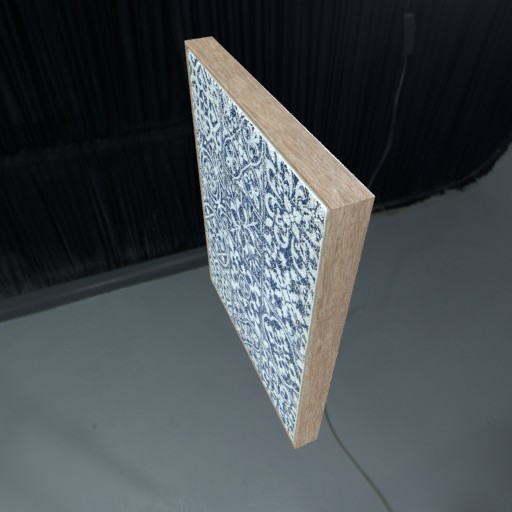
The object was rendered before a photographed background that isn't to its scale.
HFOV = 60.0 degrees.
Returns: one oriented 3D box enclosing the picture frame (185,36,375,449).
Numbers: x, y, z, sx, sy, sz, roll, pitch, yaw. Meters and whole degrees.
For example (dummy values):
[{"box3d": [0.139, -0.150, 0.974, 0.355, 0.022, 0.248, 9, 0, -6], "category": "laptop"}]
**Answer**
[{"box3d": [0.000, 0.000, 0.710, 0.043, 0.526, 0.424, -17, 48, -16], "category": "picture frame"}]
